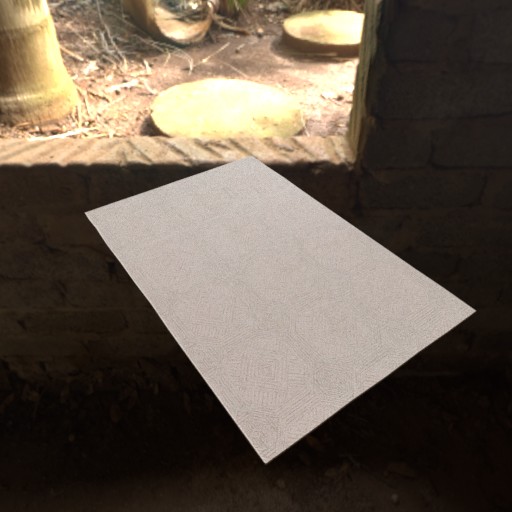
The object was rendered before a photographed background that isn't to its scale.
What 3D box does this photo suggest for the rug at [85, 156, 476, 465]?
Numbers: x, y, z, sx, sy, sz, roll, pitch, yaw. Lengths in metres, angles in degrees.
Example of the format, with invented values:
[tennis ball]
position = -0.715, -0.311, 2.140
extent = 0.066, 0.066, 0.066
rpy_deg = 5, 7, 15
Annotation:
[rug]
position = 0.000, 0.000, 2.368
extent = 1.236, 0.009, 1.839
rpy_deg = -25, 47, -26
